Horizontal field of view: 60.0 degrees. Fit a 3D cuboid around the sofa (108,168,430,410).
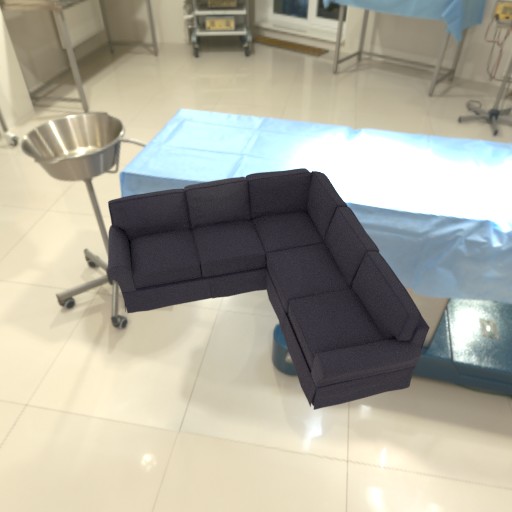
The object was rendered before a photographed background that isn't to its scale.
[{"bbox_3d":[0.000,0.000,5.163,3.773,1.169,2.874,11,42,13],"label":"sofa"}]
